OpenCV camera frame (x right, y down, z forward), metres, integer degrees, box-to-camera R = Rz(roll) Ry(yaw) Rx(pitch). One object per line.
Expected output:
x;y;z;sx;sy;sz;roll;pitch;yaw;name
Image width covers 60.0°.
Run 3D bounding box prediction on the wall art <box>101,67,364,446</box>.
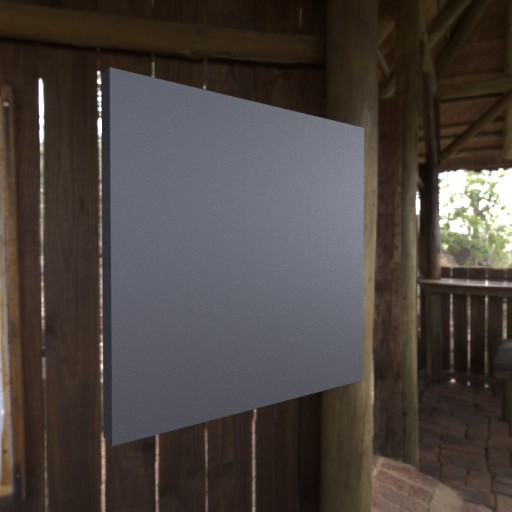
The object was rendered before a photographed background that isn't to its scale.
0.000;0.000;0.756;0.507;0.507;0.038;-1;1;-36;wall art
